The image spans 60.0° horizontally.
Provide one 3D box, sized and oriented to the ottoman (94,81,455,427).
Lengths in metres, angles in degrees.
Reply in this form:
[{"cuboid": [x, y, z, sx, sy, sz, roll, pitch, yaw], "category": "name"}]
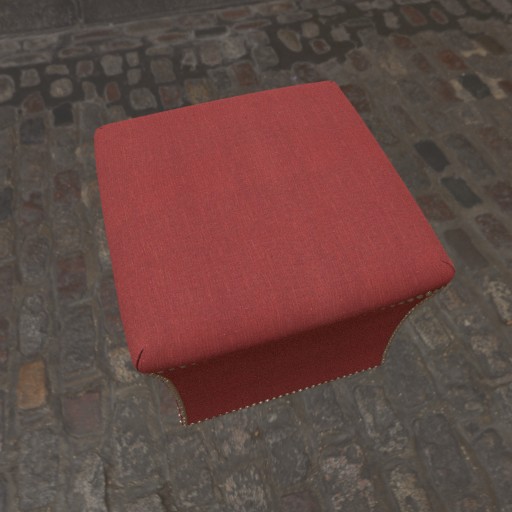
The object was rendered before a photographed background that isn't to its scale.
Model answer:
[{"cuboid": [0.000, 0.000, 0.910, 0.507, 0.475, 0.497, -14, 59, -9], "category": "ottoman"}]
